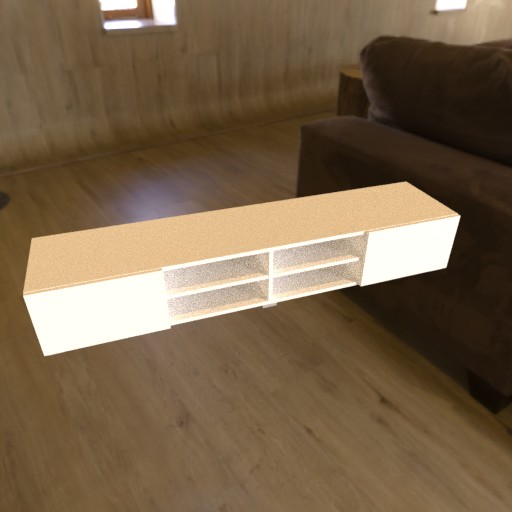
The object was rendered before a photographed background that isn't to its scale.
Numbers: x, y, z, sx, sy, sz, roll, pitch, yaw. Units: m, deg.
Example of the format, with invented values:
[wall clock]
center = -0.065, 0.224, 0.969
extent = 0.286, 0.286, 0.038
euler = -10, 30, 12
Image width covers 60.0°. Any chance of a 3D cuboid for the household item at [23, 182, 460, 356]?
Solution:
[household item]
center = 0.000, 0.000, 2.035
extent = 1.850, 0.310, 0.420
euler = -10, 34, -16
